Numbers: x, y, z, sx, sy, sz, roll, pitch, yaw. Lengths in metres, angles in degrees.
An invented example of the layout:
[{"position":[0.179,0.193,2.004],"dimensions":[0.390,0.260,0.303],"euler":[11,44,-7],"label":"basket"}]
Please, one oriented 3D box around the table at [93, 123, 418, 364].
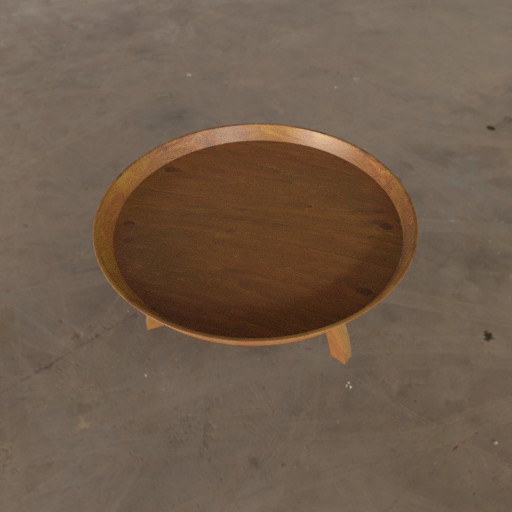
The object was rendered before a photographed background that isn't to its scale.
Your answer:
[{"position":[0.000,0.000,1.594],"dimensions":[1.016,0.470,1.016],"euler":[0,48,0],"label":"table"}]
